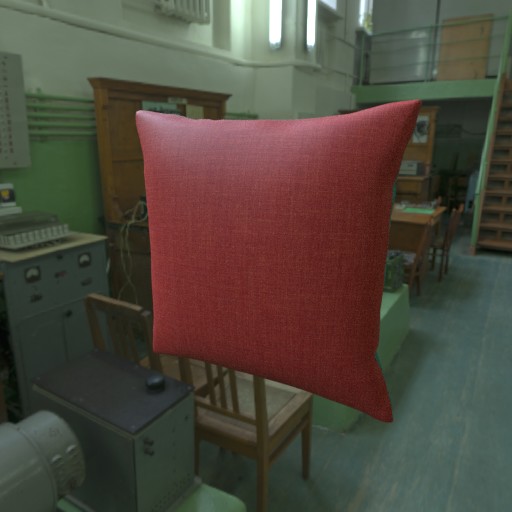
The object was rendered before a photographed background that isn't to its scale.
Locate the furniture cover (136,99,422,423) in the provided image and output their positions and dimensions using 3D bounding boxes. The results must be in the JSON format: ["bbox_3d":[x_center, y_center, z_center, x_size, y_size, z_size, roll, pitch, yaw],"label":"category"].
[{"bbox_3d":[0.000,0.000,0.787,0.517,0.508,0.158,8,17,27],"label":"furniture cover"}]
